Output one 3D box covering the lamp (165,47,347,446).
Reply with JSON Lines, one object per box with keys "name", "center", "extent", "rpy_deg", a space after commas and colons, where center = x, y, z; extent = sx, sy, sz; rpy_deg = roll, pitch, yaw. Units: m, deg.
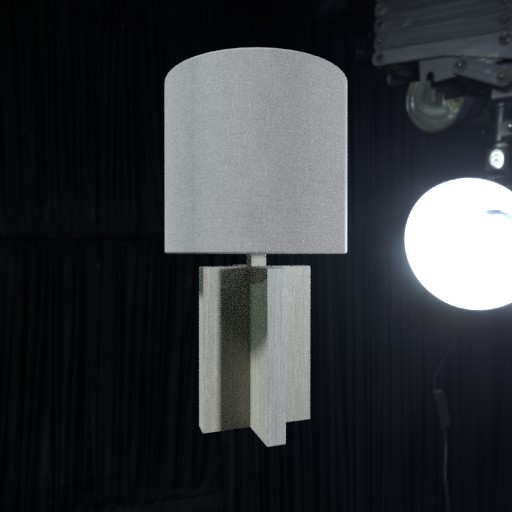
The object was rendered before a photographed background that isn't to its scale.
{"name": "lamp", "center": [0.000, 0.000, 0.567], "extent": [0.229, 0.428, 0.229], "rpy_deg": [0, 0, -19]}
